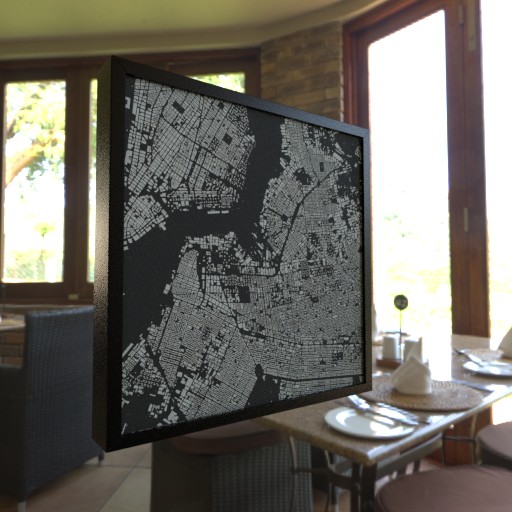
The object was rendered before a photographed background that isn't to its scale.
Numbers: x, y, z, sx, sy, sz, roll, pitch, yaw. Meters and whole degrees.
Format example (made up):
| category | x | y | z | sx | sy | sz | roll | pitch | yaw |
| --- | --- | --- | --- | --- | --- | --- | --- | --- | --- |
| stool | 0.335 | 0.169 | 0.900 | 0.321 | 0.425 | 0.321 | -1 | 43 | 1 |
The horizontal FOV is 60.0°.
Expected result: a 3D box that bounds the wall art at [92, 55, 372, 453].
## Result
| category | x | y | z | sx | sy | sz | roll | pitch | yaw |
| --- | --- | --- | --- | --- | --- | --- | --- | --- | --- |
| wall art | 0.000 | 0.000 | 0.435 | 0.299 | 0.299 | 0.037 | 2 | -3 | -36 |
